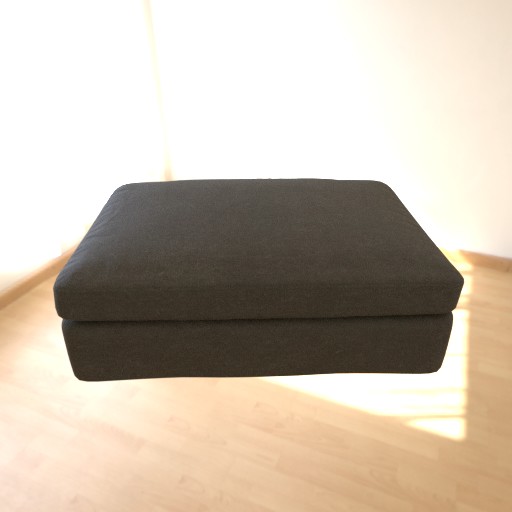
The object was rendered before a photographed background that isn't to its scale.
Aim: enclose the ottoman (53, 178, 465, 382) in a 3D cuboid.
[{"bbox_3d":[0.000,0.000,1.642,1.199,0.429,0.840,-1,30,-2],"label":"ottoman"}]
